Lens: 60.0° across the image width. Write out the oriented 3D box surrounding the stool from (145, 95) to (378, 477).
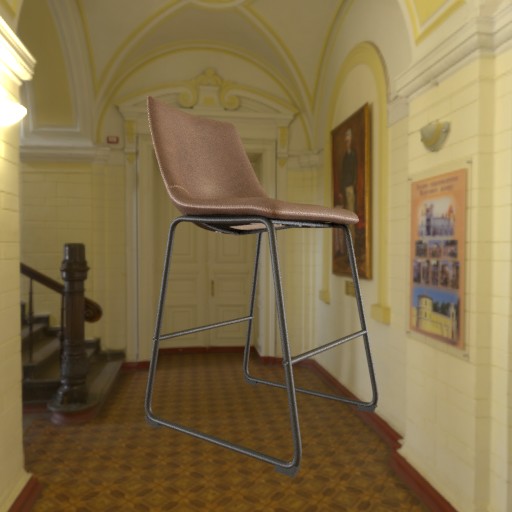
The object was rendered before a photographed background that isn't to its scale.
[{"bbox_3d":[0.000,0.000,1.235,0.550,0.890,0.460,1,2,36],"label":"stool"}]
